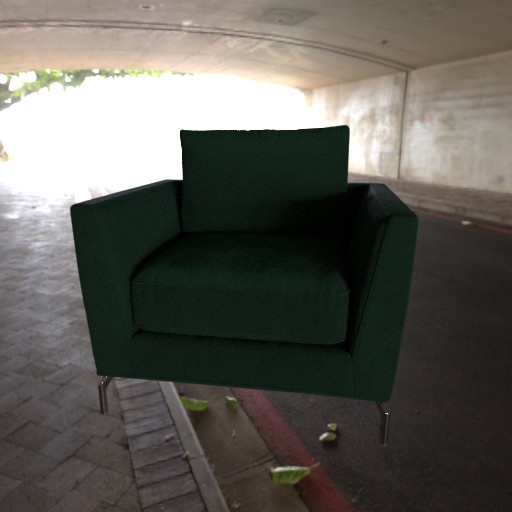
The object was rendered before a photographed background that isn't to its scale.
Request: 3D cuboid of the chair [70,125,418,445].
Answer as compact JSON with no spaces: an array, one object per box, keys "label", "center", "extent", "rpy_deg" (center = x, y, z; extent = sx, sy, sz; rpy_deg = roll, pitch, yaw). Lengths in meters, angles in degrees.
[{"label":"chair","center":[0.000,0.000,1.745],"extent":[1.047,0.997,0.852],"rpy_deg":[3,16,9]}]
